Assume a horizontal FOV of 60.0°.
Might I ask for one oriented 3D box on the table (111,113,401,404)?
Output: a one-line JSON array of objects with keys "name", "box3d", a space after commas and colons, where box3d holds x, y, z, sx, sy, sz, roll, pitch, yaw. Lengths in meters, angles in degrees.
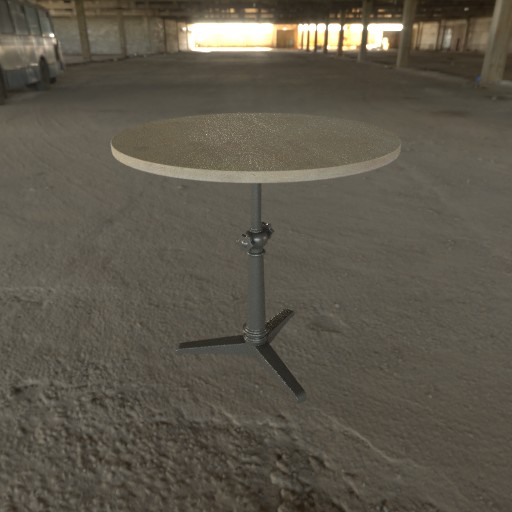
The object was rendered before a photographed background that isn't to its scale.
[{"name": "table", "box3d": [0.000, 0.000, 1.443, 0.800, 0.780, 0.800, 0, 26, 0]}]
